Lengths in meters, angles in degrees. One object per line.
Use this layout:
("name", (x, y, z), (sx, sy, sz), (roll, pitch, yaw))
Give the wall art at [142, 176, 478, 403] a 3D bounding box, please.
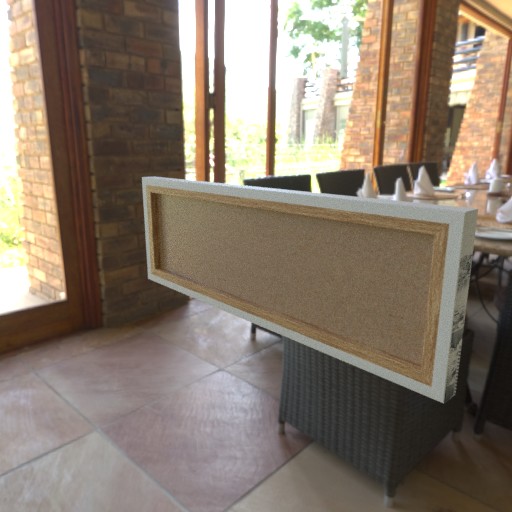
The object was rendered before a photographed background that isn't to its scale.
("wall art", (0.000, 0.000, 0.834), (0.038, 0.255, 0.763), (-13, 19, -41))
